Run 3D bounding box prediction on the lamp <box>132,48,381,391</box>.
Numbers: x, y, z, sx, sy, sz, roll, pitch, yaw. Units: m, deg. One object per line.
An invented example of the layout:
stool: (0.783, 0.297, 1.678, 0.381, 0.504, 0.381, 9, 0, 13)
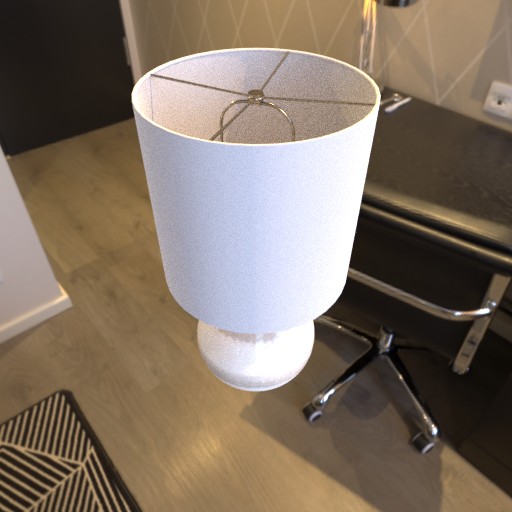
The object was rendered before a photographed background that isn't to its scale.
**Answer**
lamp: (0.000, 0.000, 0.528, 0.217, 0.404, 0.217, 13, 44, 14)
